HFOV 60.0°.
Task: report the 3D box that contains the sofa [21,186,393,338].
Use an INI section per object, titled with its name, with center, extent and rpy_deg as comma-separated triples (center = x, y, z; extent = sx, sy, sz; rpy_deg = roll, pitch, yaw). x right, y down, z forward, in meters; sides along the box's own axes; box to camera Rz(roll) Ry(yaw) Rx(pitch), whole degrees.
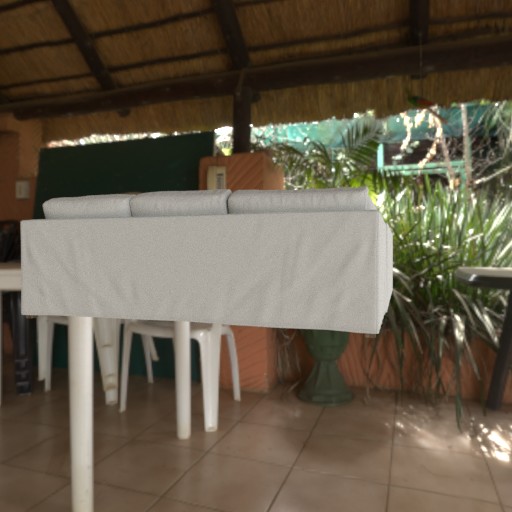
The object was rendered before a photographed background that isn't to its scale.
[sofa]
center = 0.000, 0.000, 4.208
extent = 2.432, 0.871, 3.182
rpy_deg = 0, 0, 18
